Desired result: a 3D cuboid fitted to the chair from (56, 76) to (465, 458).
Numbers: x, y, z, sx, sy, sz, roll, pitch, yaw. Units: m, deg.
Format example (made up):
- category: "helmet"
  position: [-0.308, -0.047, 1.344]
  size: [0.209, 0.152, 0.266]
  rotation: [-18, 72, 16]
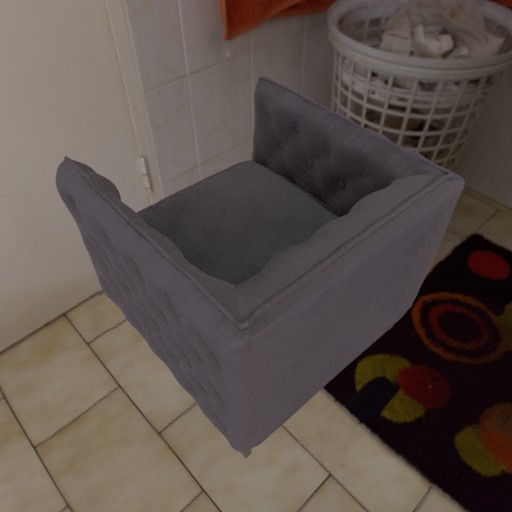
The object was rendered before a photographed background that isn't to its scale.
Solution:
- category: "chair"
  position: [0.000, 0.000, 1.606]
  size: [0.946, 0.807, 0.913]
  rotation: [-33, 55, -27]
